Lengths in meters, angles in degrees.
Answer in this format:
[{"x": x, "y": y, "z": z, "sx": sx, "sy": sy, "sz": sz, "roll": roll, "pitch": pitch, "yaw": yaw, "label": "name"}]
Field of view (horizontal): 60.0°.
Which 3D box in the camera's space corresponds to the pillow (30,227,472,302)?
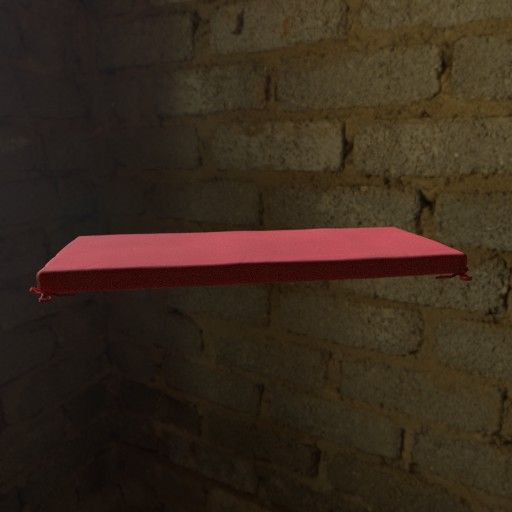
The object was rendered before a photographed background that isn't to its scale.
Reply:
[{"x": 0.000, "y": 0.000, "z": 1.354, "sx": 1.187, "sy": 0.081, "sz": 0.492, "roll": -2, "pitch": 14, "yaw": -9, "label": "pillow"}]
